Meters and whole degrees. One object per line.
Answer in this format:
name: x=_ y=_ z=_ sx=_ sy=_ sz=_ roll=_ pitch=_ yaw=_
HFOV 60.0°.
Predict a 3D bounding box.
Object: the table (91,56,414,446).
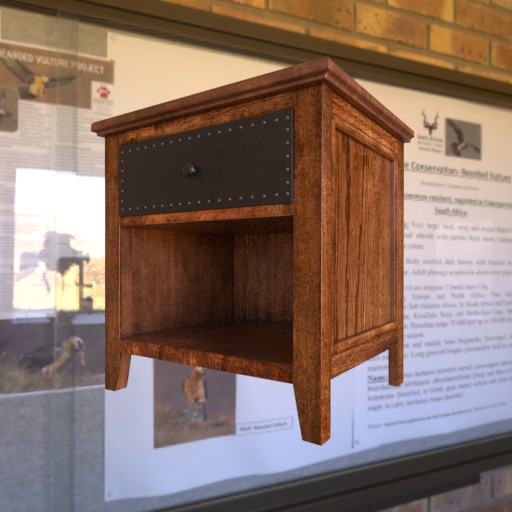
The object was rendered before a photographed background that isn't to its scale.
table: x=0.000 y=0.000 z=1.015 sx=0.586 sy=0.597 sz=0.461 roll=0 pitch=-1 yaw=34
